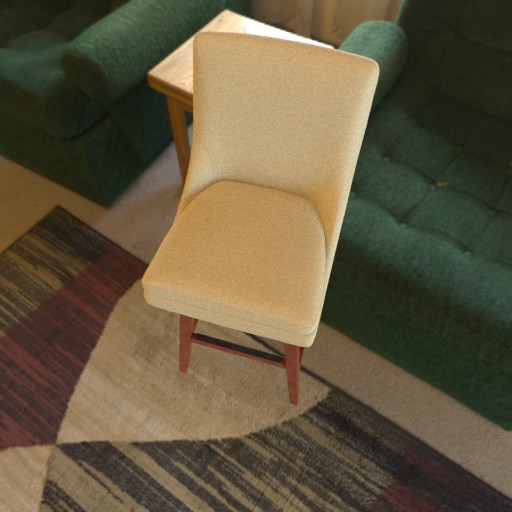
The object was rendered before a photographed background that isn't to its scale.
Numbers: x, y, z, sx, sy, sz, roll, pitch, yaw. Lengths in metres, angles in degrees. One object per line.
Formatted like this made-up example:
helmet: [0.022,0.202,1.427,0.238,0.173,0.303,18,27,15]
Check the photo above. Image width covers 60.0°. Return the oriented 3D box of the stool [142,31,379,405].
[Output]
stool: [0.000,0.000,1.360,0.470,1.092,0.559,14,59,9]
